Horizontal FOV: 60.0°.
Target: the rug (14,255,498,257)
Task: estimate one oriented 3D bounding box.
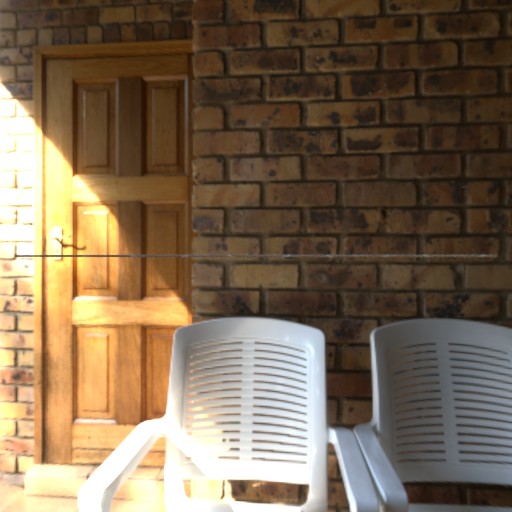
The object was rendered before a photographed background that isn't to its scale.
[{"bbox_3d":[0.000,0.000,2.709,2.134,0.010,1.524,0,0,0],"label":"rug"}]
